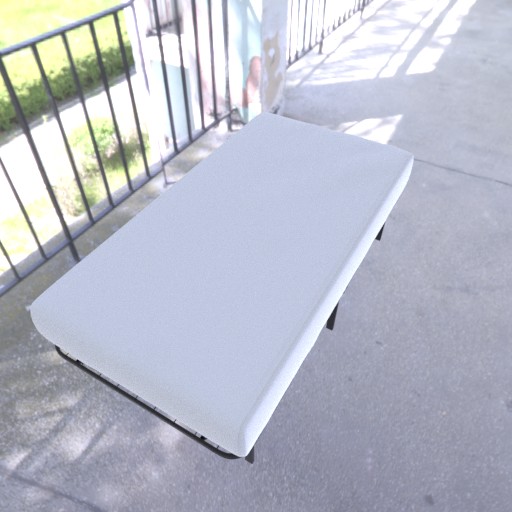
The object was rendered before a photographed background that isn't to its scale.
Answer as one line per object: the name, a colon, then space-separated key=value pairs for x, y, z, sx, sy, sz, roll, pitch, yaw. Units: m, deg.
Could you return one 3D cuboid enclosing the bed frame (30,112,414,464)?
bed frame: x=0.000 y=0.000 z=2.326 sx=1.025 sy=0.640 sz=1.908 roll=23 pitch=49 yaw=21
